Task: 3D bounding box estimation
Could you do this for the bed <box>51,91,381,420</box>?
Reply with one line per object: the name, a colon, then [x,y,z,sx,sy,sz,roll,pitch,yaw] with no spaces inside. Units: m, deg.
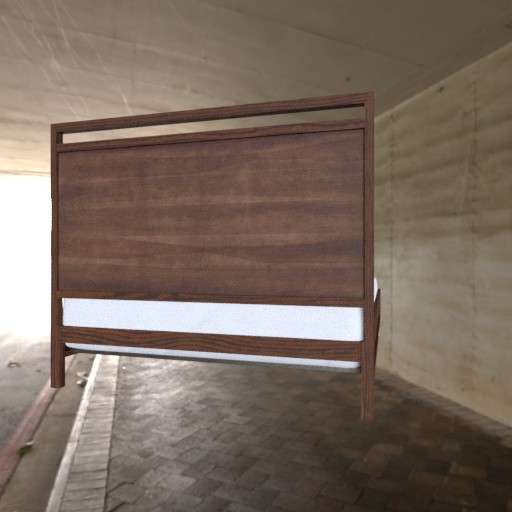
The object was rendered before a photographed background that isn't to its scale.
bed: [0.000,0.000,3.313,1.765,1.487,2.218,0,0,16]
